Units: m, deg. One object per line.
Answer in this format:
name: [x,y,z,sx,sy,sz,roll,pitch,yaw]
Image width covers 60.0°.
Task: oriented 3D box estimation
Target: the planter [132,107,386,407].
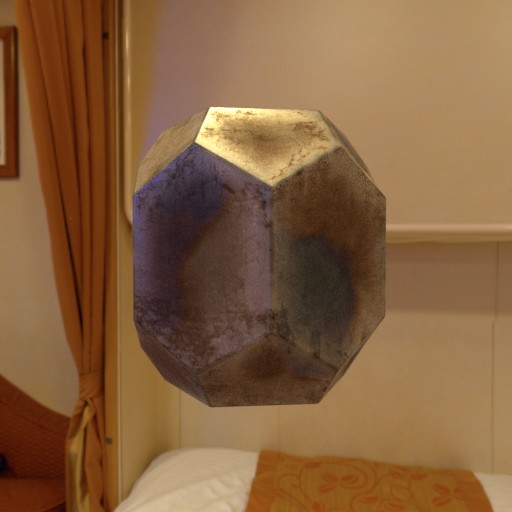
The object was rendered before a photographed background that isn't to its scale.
planter: [0.000,0.000,0.428,0.243,0.238,0.221,-1,2,-35]
